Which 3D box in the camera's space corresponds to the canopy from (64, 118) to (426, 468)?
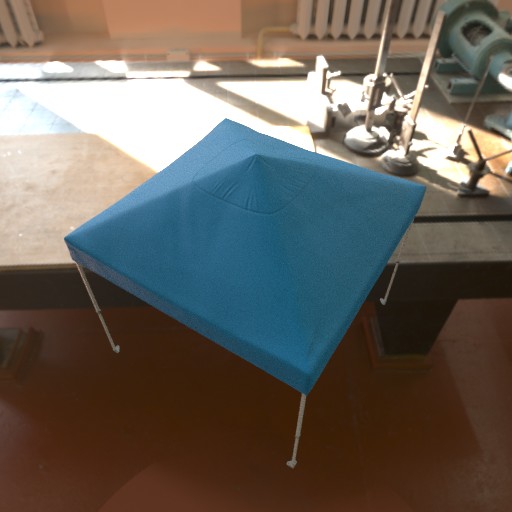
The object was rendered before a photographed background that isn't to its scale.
[{"bbox_3d":[0.000,0.000,5.562,2.996,2.997,2.998,25,52,22],"label":"canopy"}]
